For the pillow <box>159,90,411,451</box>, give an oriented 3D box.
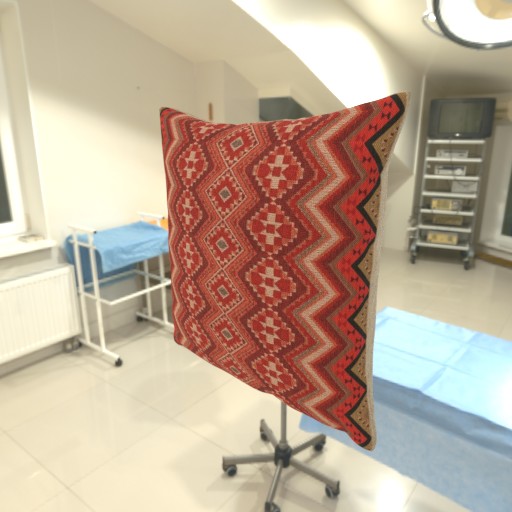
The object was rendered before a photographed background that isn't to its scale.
[{"bbox_3d":[0.000,0.000,0.765,0.513,0.511,0.158,16,23,42],"label":"pillow"}]
